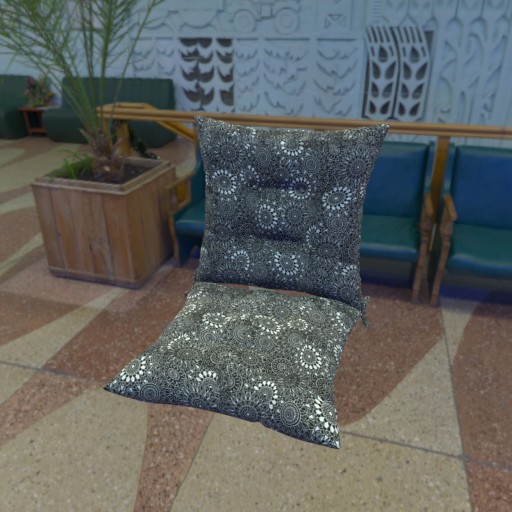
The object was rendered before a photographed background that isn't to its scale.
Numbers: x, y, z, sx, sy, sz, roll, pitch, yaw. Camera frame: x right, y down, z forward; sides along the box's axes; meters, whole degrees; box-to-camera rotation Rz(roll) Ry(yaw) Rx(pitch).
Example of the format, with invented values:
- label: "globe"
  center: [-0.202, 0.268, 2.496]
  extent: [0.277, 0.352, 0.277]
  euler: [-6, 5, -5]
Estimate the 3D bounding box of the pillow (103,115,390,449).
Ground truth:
- label: "pillow"
  center: [0.000, 0.000, 1.020]
  extent: [0.541, 0.536, 0.585]
  euler: [8, 28, 16]
